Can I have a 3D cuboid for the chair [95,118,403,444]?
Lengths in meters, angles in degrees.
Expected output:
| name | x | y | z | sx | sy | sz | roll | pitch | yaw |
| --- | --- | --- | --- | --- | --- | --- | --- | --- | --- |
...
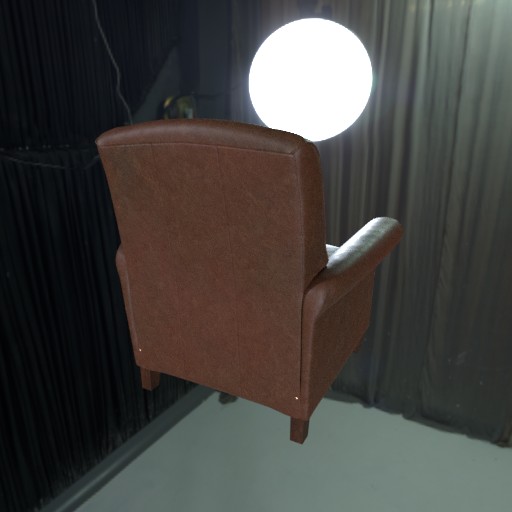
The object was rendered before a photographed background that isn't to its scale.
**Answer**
| name | x | y | z | sx | sy | sz | roll | pitch | yaw |
| --- | --- | --- | --- | --- | --- | --- | --- | --- | --- |
| chair | 0.000 | 0.000 | 1.790 | 0.978 | 1.061 | 0.902 | 9 | 19 | 27 |
